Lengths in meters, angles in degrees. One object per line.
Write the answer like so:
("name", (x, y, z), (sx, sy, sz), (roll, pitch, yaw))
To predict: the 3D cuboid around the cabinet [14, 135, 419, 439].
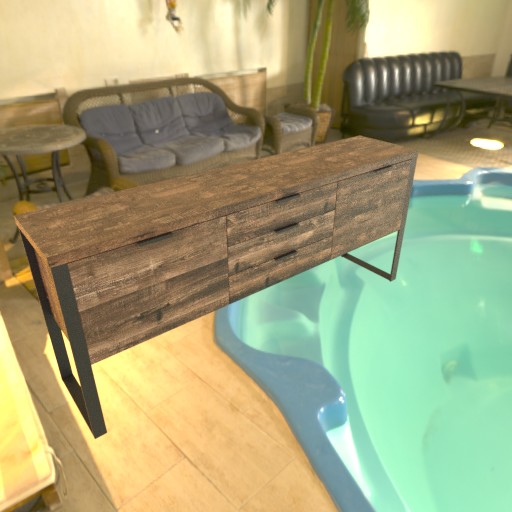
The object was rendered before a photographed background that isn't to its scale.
("cabinet", (0.000, 0.000, 2.052), (1.800, 0.762, 0.395), (-21, 35, -33))
